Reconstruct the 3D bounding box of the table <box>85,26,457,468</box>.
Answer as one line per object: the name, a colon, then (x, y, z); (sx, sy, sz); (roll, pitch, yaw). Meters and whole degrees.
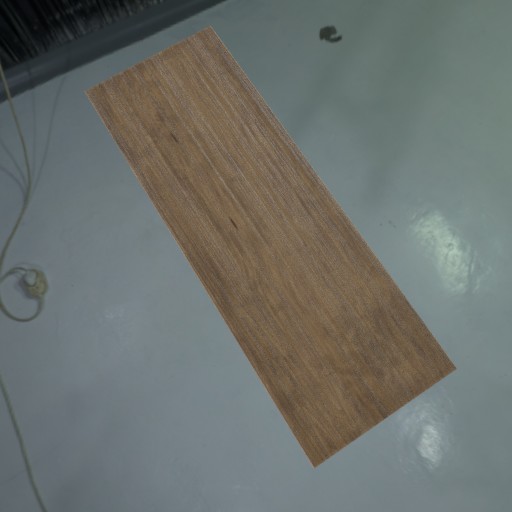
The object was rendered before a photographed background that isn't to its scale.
table: (0.000, 0.000, 1.520); (0.410, 0.771, 1.151); (-31, 78, -8)
